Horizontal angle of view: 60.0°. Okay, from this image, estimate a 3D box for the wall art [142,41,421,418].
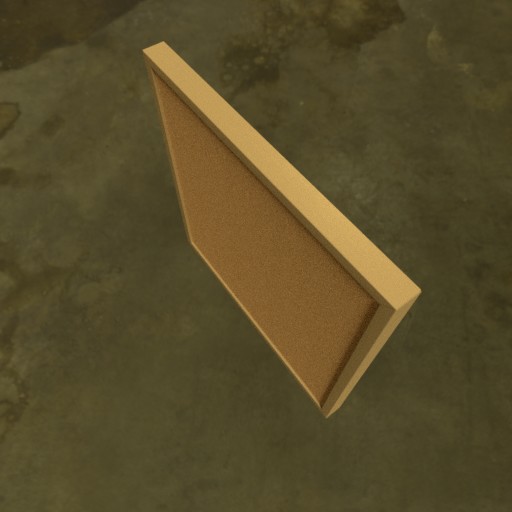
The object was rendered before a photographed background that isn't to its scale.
[{"bbox_3d":[0.000,0.000,0.758,0.036,0.509,0.509,-32,64,-18],"label":"wall art"}]
